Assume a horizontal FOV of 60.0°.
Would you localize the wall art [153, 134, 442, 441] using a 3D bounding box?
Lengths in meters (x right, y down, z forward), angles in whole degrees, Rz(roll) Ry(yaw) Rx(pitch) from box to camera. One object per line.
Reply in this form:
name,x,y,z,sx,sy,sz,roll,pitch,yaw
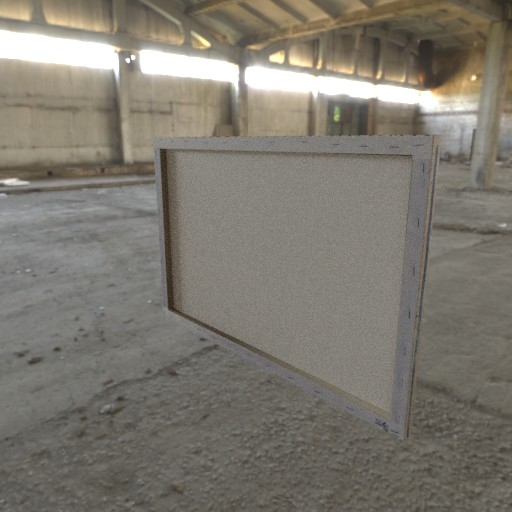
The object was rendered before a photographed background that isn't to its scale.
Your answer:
wall art,0.000,0.000,1.453,0.038,0.757,1.143,-13,20,-42
